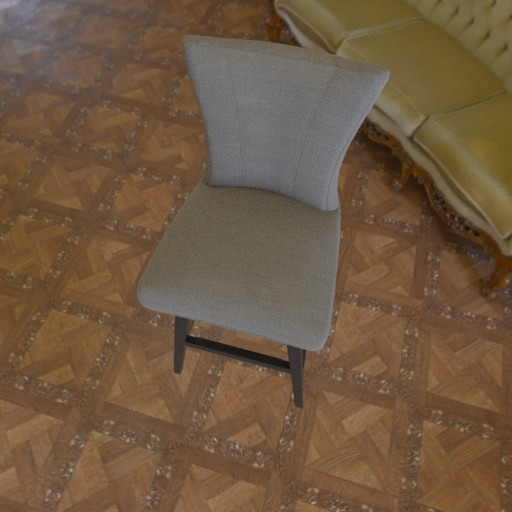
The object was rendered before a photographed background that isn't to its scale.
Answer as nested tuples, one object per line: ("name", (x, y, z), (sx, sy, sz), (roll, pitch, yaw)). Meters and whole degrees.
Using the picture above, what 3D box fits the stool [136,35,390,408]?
("stool", (0.000, 0.000, 1.375), (0.514, 1.086, 0.574), (13, 59, 8))
